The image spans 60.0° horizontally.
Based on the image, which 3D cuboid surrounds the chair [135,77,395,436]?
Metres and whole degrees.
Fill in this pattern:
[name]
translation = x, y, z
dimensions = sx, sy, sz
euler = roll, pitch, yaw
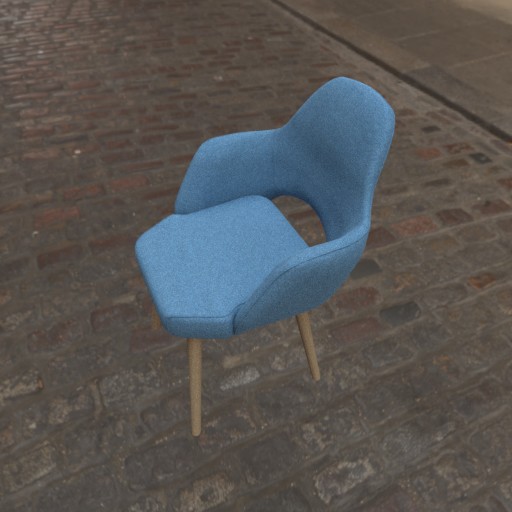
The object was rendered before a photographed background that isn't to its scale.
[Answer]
[chair]
translation = 0.000, 0.000, 1.331
dimensions = 0.666, 0.920, 0.589
euler = -19, 48, -18
